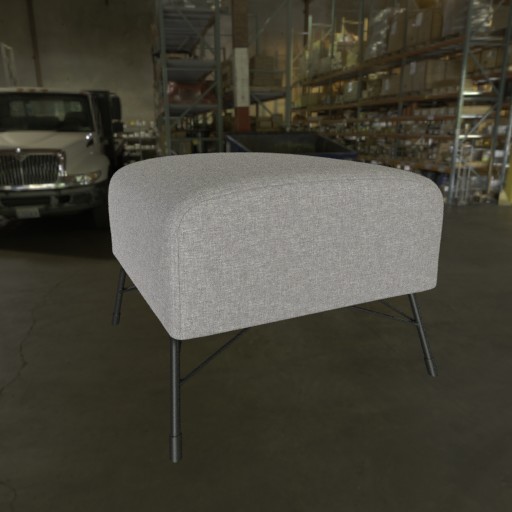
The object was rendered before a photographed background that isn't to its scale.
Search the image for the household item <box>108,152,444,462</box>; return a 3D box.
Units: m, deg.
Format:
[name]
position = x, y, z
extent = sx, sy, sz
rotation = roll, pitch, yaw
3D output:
[household item]
position = 0.000, 0.000, 0.913
extent = 0.530, 0.410, 0.530
rotation = -8, 18, -25
